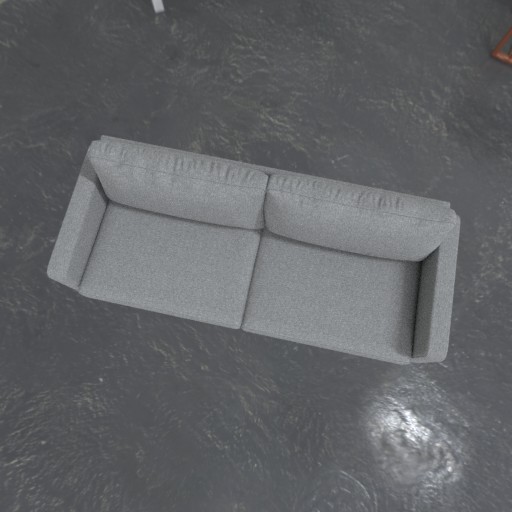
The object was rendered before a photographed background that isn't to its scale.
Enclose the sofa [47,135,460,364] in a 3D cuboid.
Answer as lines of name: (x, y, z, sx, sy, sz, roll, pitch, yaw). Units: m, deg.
sofa: (0.000, 0.000, 2.640, 2.200, 0.880, 0.880, 12, 75, 3)
